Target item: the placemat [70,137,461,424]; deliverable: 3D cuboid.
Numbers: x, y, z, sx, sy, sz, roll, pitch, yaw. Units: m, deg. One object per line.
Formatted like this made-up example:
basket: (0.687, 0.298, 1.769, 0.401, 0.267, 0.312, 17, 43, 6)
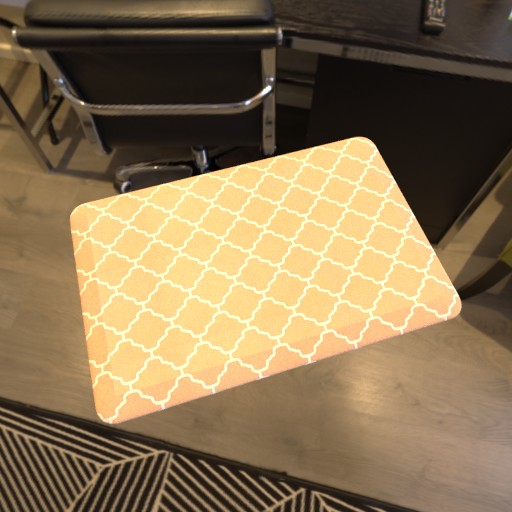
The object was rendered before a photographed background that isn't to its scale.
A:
placemat: (0.000, 0.000, 0.970, 0.762, 0.021, 0.508, -15, 64, -8)
